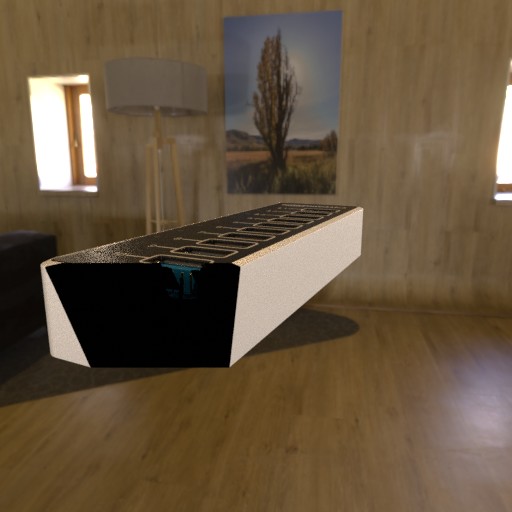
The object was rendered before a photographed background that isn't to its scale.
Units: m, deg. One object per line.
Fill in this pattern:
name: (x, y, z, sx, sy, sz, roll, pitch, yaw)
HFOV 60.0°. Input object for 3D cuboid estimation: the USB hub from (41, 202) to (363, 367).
USB hub: (0.000, 0.000, 0.158, 0.044, 0.023, 0.145, 6, 14, 25)
